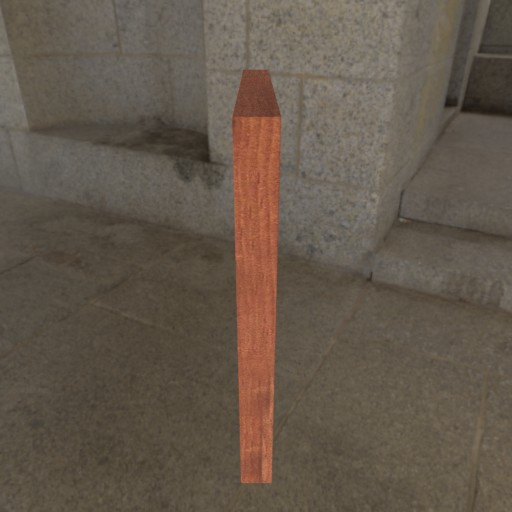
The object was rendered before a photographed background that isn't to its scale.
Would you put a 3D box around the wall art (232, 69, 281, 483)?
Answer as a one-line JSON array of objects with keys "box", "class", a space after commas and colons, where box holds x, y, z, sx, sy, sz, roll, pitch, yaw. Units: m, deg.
[{"box": [0.000, 0.000, 0.622, 0.039, 0.449, 0.377, 0, 28, 0], "class": "wall art"}]
